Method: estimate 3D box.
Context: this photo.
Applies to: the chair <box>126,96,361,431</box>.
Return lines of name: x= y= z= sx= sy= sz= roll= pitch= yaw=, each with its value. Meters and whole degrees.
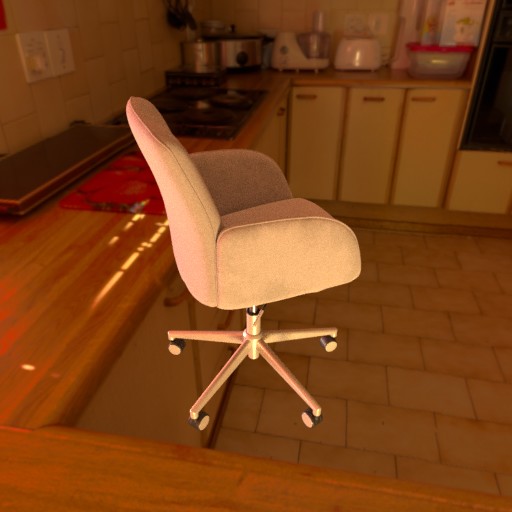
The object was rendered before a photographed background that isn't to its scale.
chair: x=0.000 y=0.000 z=1.393 sx=0.654 sy=0.959 sz=0.648 roll=-10 pitch=32 yaw=-17
